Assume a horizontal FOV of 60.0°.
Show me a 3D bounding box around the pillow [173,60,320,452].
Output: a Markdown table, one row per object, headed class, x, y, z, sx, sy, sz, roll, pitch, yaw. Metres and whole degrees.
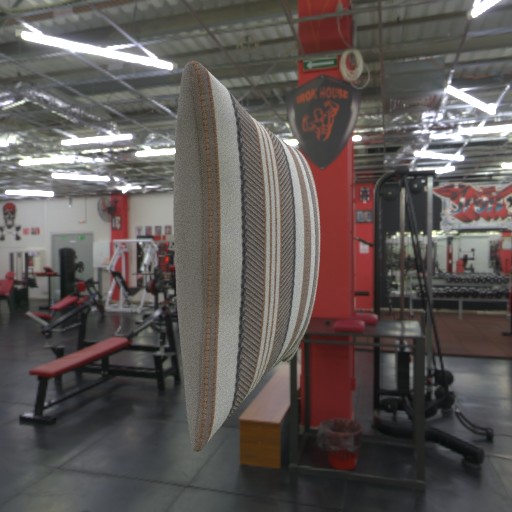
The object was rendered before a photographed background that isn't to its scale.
| class | x | y | z | sx | sy | sz | roll | pitch | yaw |
| --- | --- | --- | --- | --- | --- | --- | --- | --- | --- |
| pillow | 0.000 | 0.000 | 0.642 | 0.173 | 0.401 | 0.416 | 0 | 1 | 18 |
